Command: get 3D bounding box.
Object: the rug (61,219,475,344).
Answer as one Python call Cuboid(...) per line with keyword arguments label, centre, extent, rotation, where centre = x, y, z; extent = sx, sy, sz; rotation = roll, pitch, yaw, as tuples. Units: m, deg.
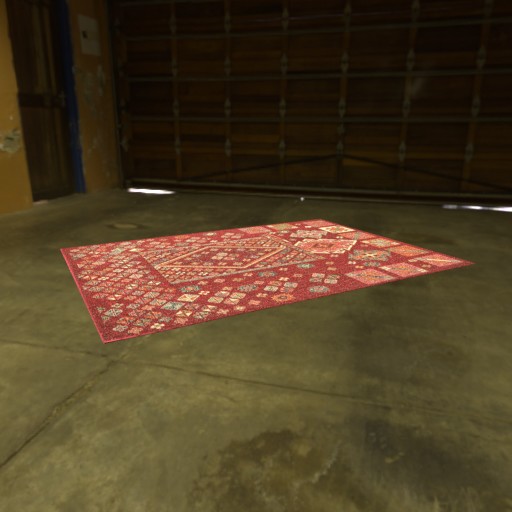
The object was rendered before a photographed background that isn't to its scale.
Cuboid(label="rug", centre=(0.000, 0.000, 2.862), extent=(2.184, 0.007, 1.579), rotation=(-9, 18, -27))
